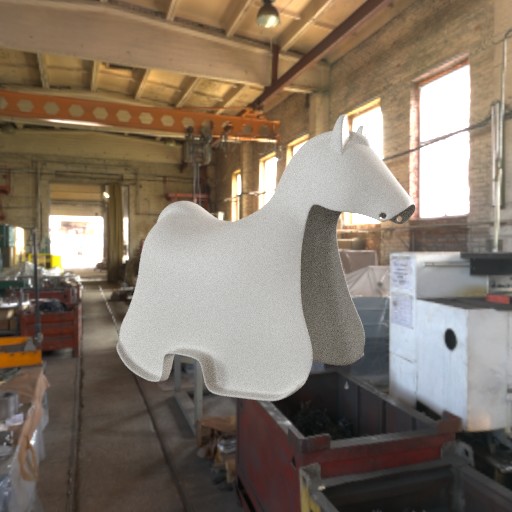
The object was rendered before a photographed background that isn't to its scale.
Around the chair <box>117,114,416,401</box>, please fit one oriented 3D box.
[{"bbox_3d":[0.000,0.000,1.149,0.800,0.612,0.429,1,1,36],"label":"chair"}]
